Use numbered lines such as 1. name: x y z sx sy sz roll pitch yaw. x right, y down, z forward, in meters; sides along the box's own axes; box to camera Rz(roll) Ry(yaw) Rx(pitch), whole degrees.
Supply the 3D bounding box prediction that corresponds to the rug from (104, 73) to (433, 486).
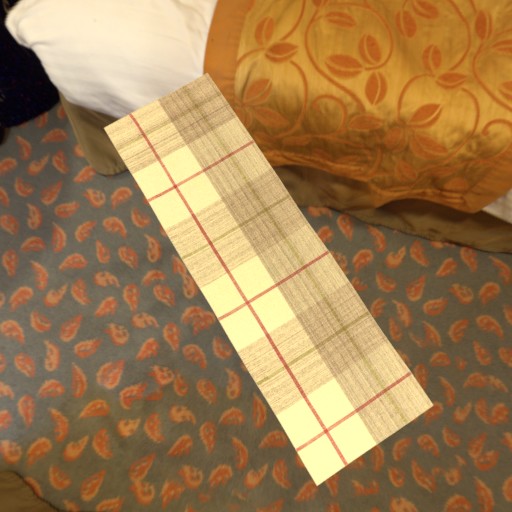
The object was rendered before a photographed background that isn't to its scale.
1. rug: 0.000 0.000 2.609 0.762 0.013 2.439 -31 78 -7
